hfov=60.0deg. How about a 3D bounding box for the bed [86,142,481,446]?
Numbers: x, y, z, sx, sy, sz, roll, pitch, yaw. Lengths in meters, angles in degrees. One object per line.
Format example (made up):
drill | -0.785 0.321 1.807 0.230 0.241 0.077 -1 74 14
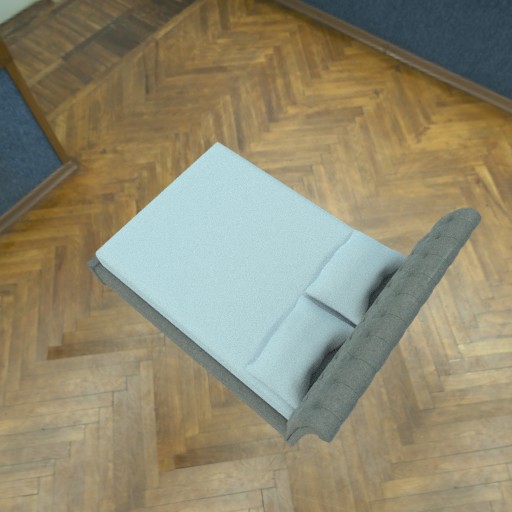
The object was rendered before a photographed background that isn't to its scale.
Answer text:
bed | 0.000 0.000 3.320 2.252 1.371 1.645 36 68 17
